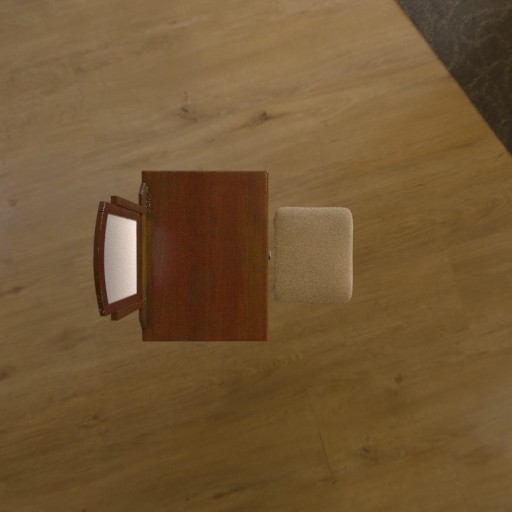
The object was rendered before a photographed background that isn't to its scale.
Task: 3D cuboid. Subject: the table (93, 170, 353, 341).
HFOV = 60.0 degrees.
[{"bbox_3d":[0.000,0.000,2.367,1.211,1.631,0.876,0,91,-1],"label":"table"}]
